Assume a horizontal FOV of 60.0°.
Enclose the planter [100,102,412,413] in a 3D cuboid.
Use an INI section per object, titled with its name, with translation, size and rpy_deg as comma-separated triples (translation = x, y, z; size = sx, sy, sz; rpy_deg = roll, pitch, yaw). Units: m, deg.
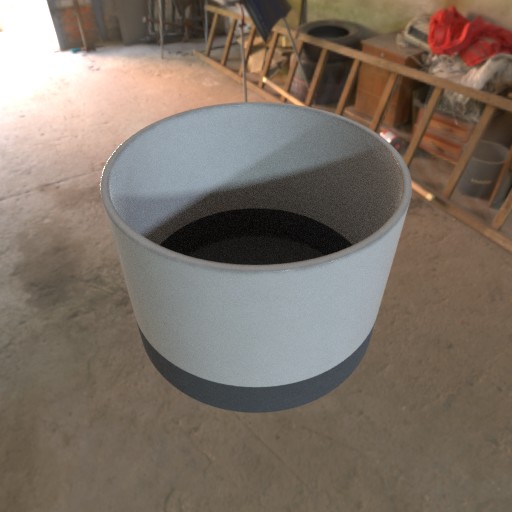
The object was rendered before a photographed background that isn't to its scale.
[planter]
translation = 0.000, 0.000, 0.224
size = 0.128, 0.105, 0.128
rpy_deg = 0, 43, 0
